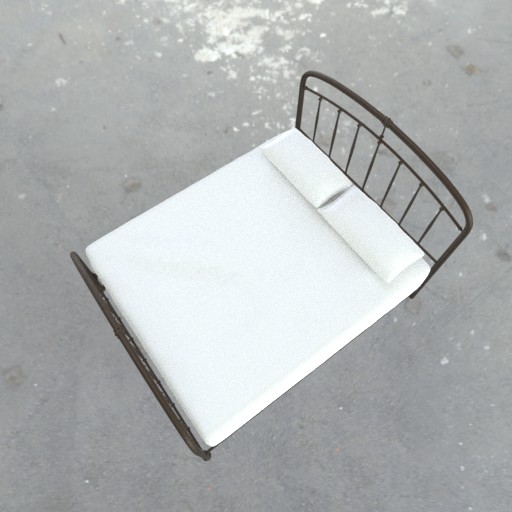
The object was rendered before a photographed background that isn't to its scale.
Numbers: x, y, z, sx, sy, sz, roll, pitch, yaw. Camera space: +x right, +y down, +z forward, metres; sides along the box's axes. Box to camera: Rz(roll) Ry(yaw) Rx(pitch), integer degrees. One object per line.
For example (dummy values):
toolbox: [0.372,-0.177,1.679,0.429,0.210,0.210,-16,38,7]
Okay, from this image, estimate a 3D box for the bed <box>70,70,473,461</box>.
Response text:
bed: [0.000,0.000,3.204,2.180,1.425,1.711,-33,68,-16]
